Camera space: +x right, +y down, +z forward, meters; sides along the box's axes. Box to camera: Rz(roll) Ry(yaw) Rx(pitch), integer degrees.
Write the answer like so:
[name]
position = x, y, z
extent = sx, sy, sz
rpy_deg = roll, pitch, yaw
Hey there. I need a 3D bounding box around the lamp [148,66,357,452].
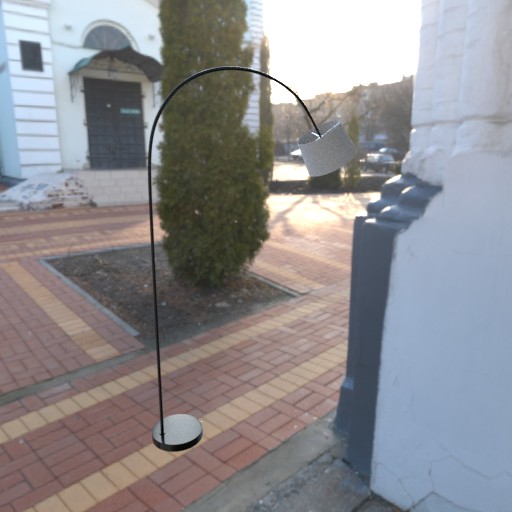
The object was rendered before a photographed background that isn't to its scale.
[lamp]
position = 0.000, 0.000, 2.663
extent = 1.363, 2.104, 0.331
rpy_deg = -7, 15, -27
